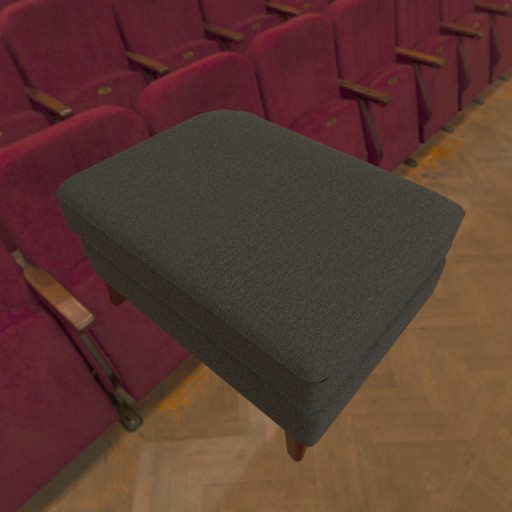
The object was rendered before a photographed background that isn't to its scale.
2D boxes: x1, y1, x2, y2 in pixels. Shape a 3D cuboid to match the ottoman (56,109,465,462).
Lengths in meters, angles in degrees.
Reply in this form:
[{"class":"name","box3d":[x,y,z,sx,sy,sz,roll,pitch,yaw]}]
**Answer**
[{"class":"ottoman","box3d":[0.000,0.000,1.226,0.835,0.503,0.629,32,53,28]}]
